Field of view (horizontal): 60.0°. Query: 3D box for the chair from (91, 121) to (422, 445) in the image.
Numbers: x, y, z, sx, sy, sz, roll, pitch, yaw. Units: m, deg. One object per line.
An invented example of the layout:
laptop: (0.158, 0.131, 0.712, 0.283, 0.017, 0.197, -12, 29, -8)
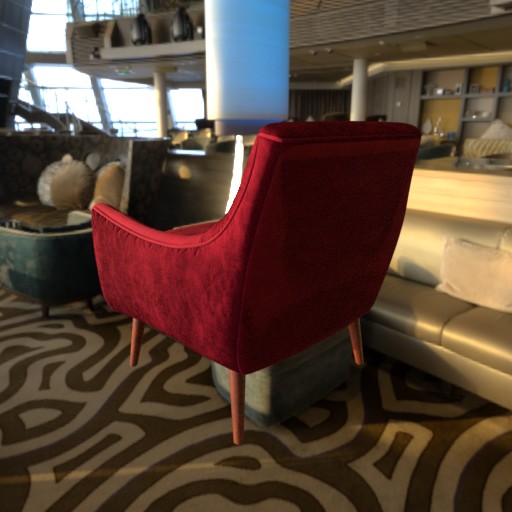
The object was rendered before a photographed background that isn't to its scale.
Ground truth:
chair: (0.000, 0.000, 1.440, 0.762, 0.838, 0.787, -16, 23, -42)
